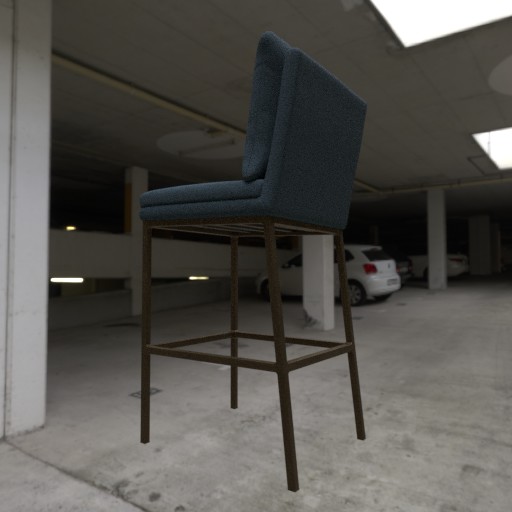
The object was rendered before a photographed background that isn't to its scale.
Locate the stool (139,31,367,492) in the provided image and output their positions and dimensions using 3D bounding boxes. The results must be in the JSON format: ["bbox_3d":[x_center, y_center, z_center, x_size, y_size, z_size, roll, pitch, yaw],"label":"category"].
[{"bbox_3d":[0.000,0.000,1.375,0.568,1.124,0.463,-2,-3,36],"label":"stool"}]
